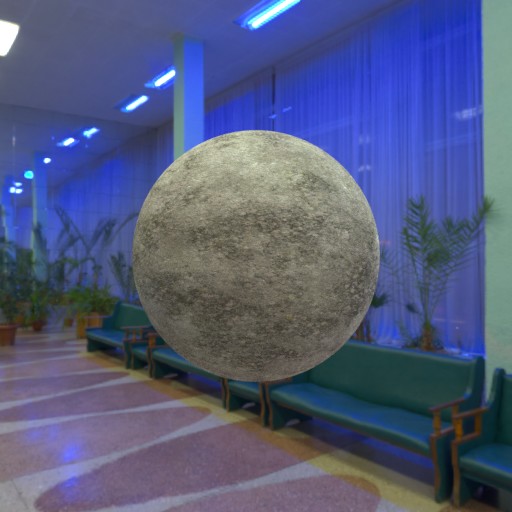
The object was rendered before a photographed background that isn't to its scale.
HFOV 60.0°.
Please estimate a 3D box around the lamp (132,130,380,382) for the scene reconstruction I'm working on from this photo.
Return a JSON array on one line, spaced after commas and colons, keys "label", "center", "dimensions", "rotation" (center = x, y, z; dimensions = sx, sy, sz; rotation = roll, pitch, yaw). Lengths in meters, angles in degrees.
[{"label": "lamp", "center": [0.000, 0.000, 0.784], "dimensions": [0.422, 0.429, 0.422], "rotation": [0, -1, 0]}]
